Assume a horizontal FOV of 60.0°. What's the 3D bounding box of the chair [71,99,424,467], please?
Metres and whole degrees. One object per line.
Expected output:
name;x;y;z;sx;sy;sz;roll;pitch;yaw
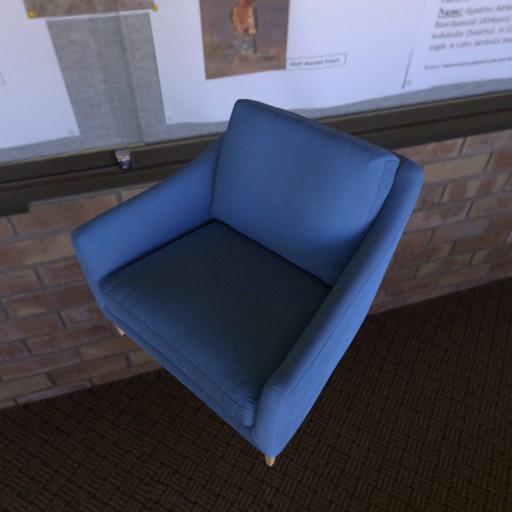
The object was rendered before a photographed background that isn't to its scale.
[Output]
chair;0.000;0.000;1.698;0.987;0.899;0.961;31;52;28
